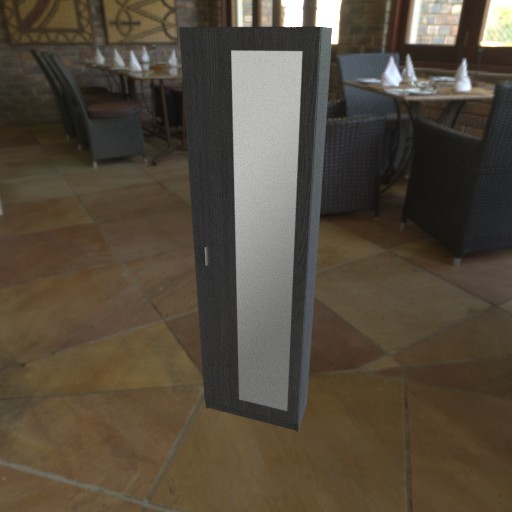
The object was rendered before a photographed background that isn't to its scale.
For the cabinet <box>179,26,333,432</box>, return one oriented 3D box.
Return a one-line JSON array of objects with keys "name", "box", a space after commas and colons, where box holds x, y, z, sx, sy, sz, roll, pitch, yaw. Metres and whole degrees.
[{"name": "cabinet", "box": [0.000, 0.000, 1.951, 0.500, 1.790, 0.230, 8, 28, 16]}]
